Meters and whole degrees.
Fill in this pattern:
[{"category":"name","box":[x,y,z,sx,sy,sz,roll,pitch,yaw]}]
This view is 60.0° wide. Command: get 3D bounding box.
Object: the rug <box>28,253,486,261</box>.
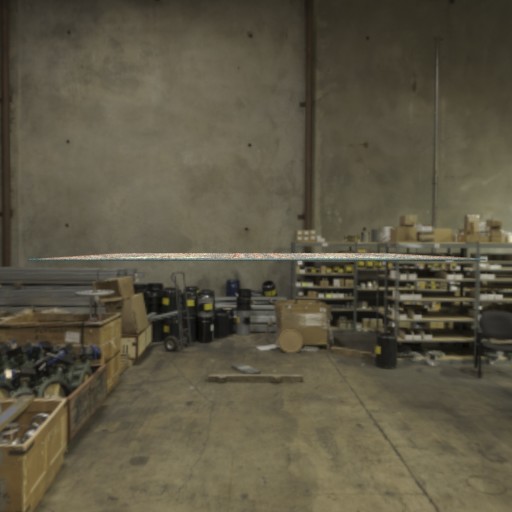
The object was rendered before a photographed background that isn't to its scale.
[{"category":"rug","box":[0.000,0.000,3.066,2.373,0.009,1.622,0,1,-2]}]
